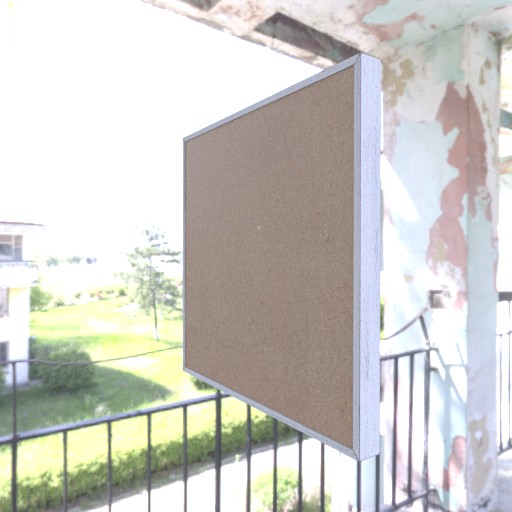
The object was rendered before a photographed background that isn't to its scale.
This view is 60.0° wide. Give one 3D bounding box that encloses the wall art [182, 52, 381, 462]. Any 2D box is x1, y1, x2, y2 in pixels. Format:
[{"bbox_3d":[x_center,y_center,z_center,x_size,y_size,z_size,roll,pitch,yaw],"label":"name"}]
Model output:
[{"bbox_3d":[0.000,0.000,0.769,0.038,0.508,0.508,-1,1,-35],"label":"wall art"}]
